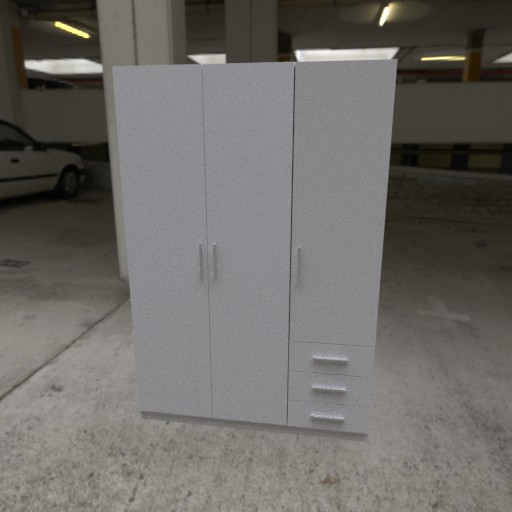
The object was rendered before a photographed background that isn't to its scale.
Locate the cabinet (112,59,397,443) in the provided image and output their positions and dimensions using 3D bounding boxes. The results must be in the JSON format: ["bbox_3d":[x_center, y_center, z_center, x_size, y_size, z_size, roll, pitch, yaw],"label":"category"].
[{"bbox_3d":[0.000,0.000,2.451,1.290,1.910,0.510,2,15,9],"label":"cabinet"}]
